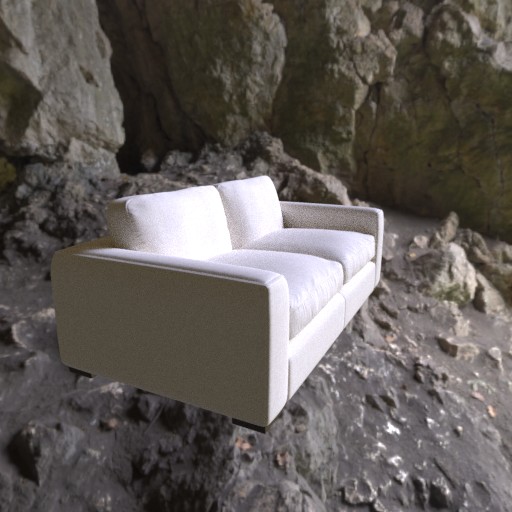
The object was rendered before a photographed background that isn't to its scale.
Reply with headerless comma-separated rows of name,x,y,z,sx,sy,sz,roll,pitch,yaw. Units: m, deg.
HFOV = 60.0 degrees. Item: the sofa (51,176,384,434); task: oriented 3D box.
sofa,0.000,0.000,2.526,1.069,0.801,1.920,7,16,26
